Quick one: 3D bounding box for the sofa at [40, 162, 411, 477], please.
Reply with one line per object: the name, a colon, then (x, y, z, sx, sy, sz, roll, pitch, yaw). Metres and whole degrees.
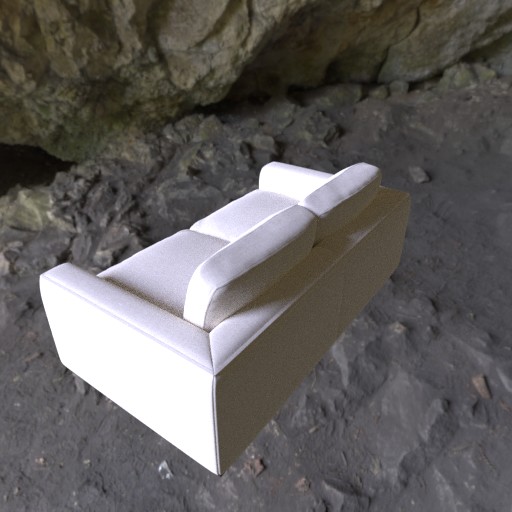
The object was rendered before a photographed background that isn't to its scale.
sofa: (0.000, 0.000, 2.435, 1.069, 0.801, 1.920, 20, 37, 30)
